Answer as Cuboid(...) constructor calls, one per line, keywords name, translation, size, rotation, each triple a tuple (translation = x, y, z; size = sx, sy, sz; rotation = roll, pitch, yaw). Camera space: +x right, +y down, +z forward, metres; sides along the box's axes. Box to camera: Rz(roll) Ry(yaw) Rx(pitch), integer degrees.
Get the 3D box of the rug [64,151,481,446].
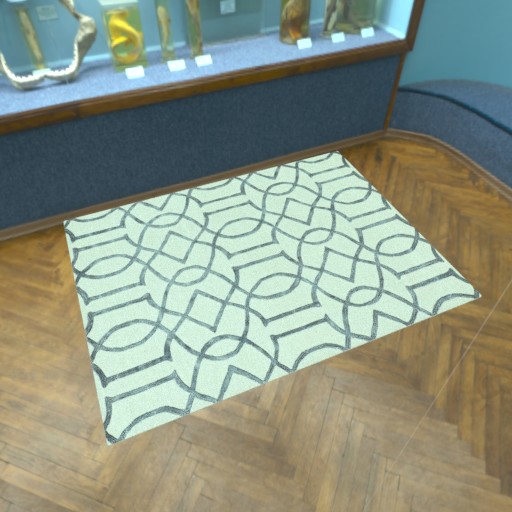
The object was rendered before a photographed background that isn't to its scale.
Cuboid(name="rug", translation=(0.000, 0.000, 3.775), size=(2.910, 0.021, 2.211), rotation=(-17, 49, -16))
